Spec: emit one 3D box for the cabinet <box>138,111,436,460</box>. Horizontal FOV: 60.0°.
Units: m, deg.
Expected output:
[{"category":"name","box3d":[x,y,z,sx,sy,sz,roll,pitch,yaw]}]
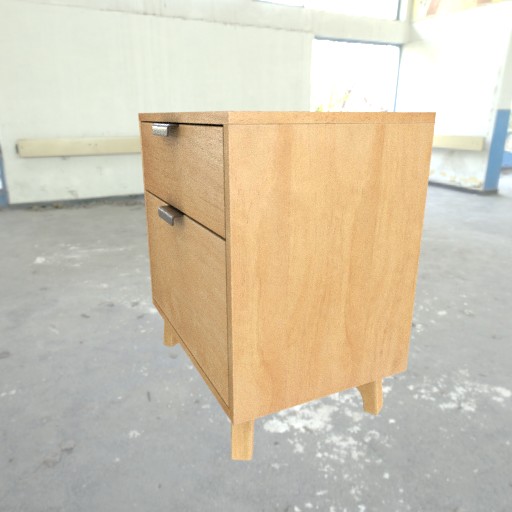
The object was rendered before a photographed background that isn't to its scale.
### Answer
[{"category":"cabinet","box3d":[0.000,0.000,0.974,0.394,0.599,0.551,-8,19,-25]}]
